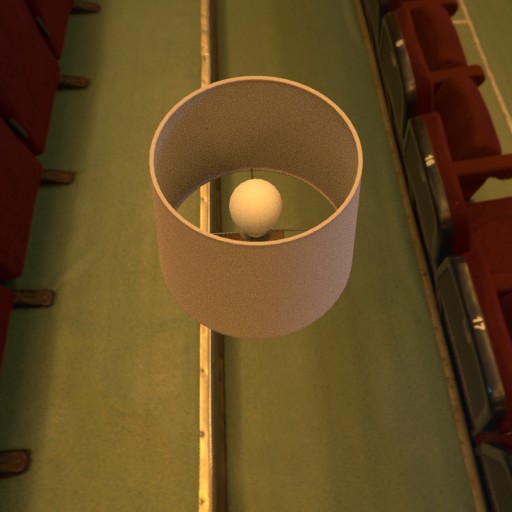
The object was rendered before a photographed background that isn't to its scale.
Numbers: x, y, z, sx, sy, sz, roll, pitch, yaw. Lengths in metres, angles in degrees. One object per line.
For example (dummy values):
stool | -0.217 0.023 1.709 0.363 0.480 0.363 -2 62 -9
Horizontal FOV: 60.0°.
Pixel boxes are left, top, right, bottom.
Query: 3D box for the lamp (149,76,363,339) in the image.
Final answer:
lamp | 0.000 0.000 0.607 0.251 0.435 0.251 0 63 0
